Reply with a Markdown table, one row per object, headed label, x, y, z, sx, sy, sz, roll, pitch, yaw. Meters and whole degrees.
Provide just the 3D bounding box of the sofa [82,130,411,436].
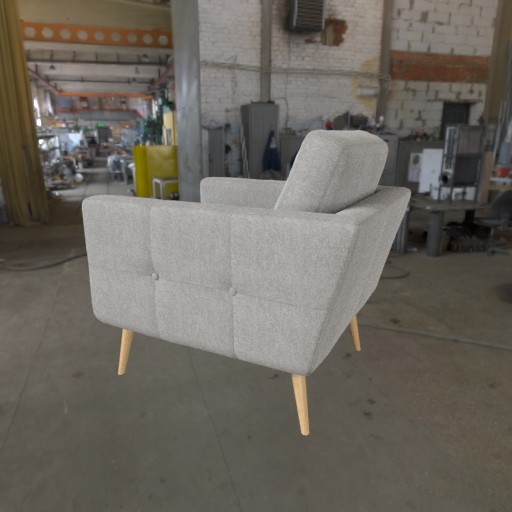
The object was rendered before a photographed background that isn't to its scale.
| label | x | y | z | sx | sy | sz | roll | pitch | yaw |
| --- | --- | --- | --- | --- | --- | --- | --- | --- | --- |
| sofa | 0.000 | 0.000 | 1.574 | 0.920 | 0.860 | 0.770 | 8 | 18 | 26 |
